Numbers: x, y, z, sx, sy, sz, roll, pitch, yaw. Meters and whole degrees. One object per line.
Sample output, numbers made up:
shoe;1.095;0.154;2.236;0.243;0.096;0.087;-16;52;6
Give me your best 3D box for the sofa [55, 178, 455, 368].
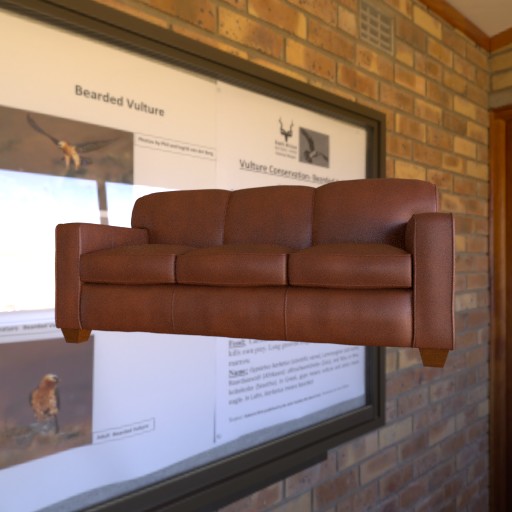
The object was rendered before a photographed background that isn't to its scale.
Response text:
sofa;0.000;0.000;2.554;2.039;0.953;1.008;0;0;17
